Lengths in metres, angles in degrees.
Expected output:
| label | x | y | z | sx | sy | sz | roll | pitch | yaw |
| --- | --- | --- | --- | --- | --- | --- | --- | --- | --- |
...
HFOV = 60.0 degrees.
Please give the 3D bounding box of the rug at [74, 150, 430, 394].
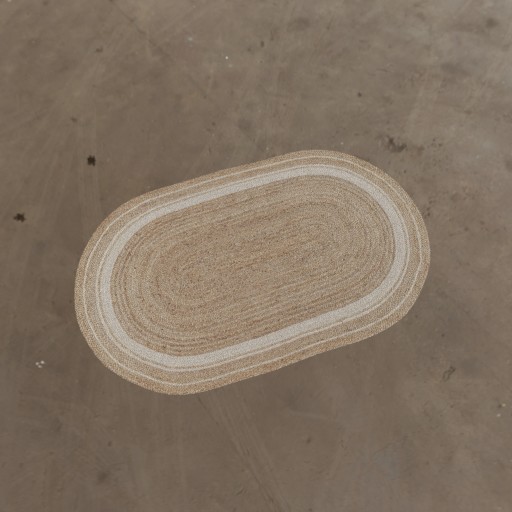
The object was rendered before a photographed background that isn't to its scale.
| label | x | y | z | sx | sy | sz | roll | pitch | yaw |
| --- | --- | --- | --- | --- | --- | --- | --- | --- | --- |
| rug | 0.000 | 0.000 | 3.002 | 2.432 | 0.006 | 1.520 | -17 | 65 | -8 |
